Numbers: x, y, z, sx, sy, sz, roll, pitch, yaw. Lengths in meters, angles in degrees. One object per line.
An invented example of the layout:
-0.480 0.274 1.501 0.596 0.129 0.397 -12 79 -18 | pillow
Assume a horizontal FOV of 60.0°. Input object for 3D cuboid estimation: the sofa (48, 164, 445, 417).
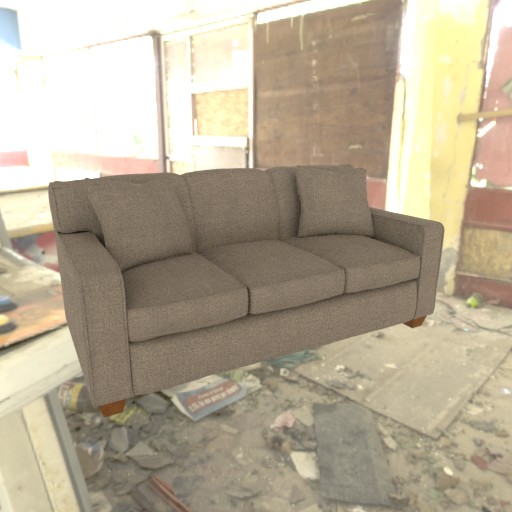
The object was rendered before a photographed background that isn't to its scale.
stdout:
0.000 0.000 2.539 2.024 0.958 0.997 -9 18 -27 | sofa
